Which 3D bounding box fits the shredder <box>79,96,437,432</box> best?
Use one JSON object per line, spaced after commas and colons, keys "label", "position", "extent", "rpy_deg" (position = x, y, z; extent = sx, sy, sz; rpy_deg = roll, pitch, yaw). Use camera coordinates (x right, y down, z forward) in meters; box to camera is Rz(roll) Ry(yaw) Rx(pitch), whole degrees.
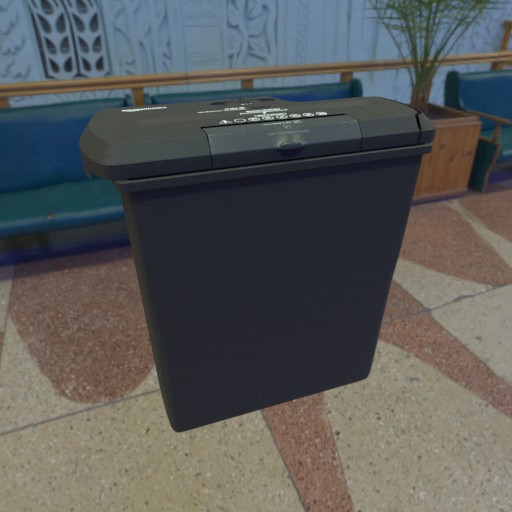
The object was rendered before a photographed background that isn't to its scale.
{"label": "shredder", "position": [0.000, 0.000, 0.502], "extent": [0.320, 0.335, 0.170], "rpy_deg": [-10, 33, -16]}
